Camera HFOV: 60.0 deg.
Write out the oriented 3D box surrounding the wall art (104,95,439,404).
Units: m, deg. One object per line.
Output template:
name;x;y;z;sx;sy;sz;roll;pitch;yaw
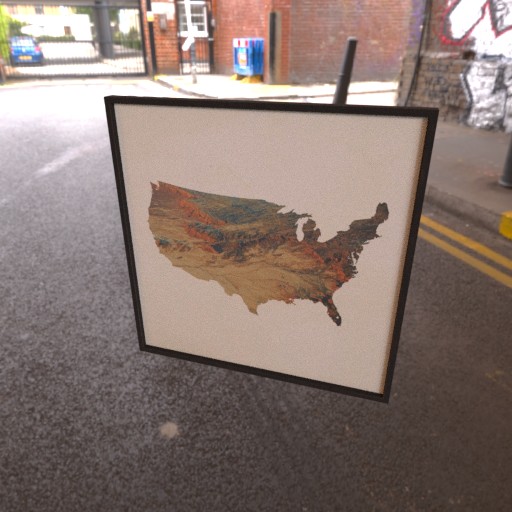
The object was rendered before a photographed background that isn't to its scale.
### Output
wall art;0.000;0.000;1.150;0.762;0.762;0.038;8;27;16
